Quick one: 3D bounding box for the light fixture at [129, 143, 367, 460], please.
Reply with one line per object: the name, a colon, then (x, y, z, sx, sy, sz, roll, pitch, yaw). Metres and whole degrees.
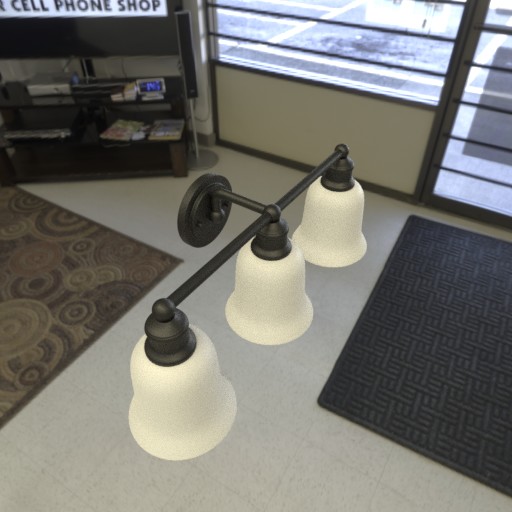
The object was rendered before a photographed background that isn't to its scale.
light fixture: (0.000, 0.000, 0.674, 0.198, 0.211, 0.570, 24, 47, 25)
